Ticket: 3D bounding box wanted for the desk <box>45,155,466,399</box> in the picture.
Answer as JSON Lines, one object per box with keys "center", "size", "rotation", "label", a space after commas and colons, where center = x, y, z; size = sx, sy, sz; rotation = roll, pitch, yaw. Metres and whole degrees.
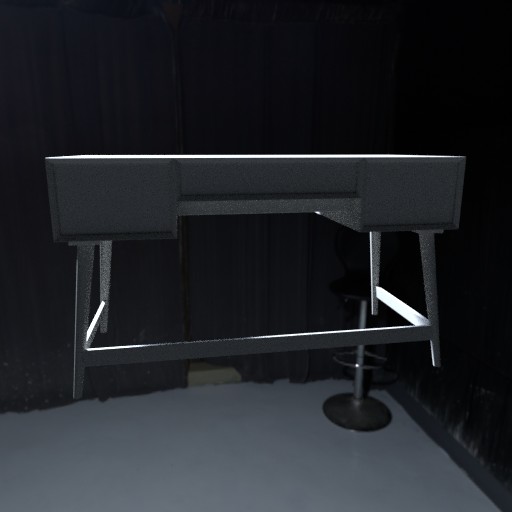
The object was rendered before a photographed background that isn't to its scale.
{"center": [0.000, 0.000, 1.732], "size": [1.313, 0.762, 0.589], "rotation": [-2, 14, -10], "label": "desk"}
